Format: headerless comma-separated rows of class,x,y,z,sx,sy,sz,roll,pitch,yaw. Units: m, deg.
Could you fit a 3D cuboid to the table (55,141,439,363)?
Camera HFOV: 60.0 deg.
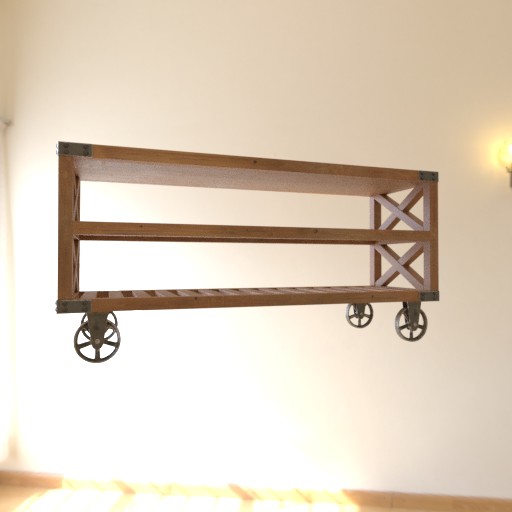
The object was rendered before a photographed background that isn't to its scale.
table,0.000,0.000,1.843,1.487,0.711,0.467,0,-1,-19
